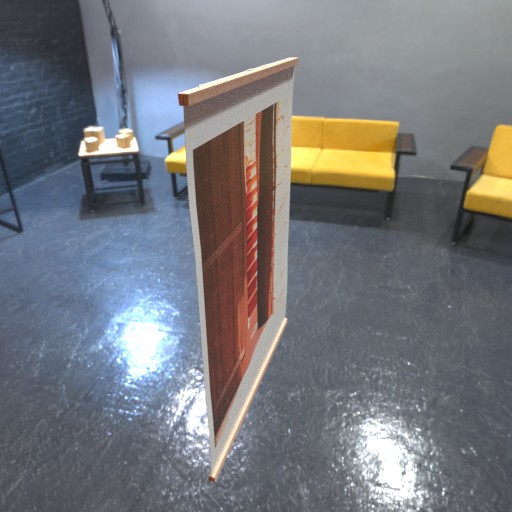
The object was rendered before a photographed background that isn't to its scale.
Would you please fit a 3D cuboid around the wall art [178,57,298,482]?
[{"bbox_3d":[0.000,0.000,1.287,0.020,1.013,0.758,9,30,16],"label":"wall art"}]
